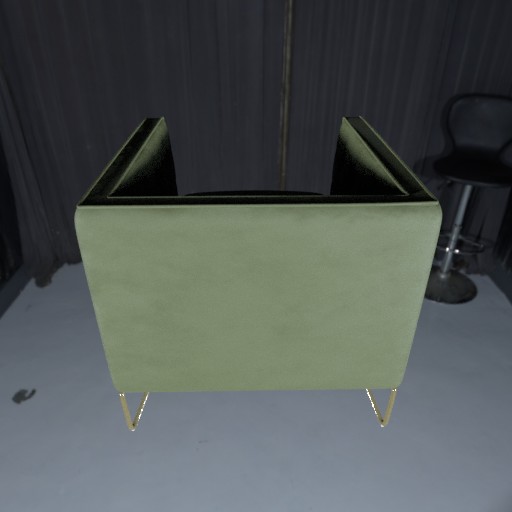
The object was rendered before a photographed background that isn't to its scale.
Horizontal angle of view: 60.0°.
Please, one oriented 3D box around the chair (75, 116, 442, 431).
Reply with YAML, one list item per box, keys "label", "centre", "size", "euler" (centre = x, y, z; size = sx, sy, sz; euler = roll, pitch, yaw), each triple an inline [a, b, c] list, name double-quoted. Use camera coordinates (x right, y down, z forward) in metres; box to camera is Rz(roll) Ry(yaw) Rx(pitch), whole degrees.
- label: "chair"
  centre: [0.000, 0.000, 1.577]
  size: [0.880, 0.790, 0.894]
  euler: [-1, 31, -1]
